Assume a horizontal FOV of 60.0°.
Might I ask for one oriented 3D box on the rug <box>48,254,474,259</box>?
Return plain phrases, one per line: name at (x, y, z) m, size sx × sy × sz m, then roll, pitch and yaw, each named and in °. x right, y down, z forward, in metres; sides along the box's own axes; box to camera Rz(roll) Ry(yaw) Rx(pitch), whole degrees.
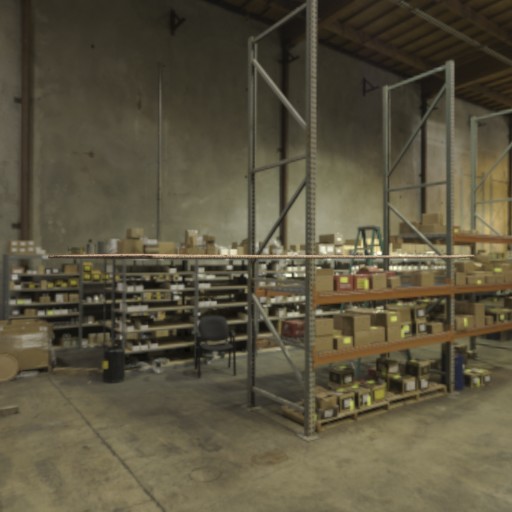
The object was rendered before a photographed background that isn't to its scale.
rug at (0.000, 0.000, 4.041) m, size 3.052 × 0.043 × 2.453 m, roll 0°, pitch 0°, yaw -36°
